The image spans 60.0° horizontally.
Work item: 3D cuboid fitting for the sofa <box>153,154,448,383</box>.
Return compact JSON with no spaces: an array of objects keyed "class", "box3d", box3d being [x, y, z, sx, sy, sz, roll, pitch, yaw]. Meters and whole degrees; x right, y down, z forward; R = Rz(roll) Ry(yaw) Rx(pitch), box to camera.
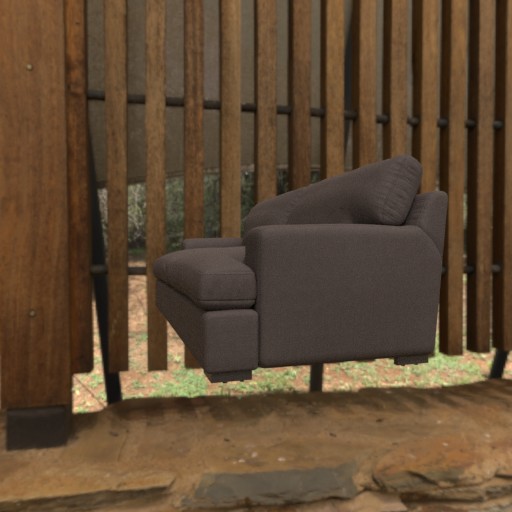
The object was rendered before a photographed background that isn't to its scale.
[{"class":"sofa","box3d":[0.000,0.000,2.861,1.140,0.950,2.271,0,1,-17]}]
